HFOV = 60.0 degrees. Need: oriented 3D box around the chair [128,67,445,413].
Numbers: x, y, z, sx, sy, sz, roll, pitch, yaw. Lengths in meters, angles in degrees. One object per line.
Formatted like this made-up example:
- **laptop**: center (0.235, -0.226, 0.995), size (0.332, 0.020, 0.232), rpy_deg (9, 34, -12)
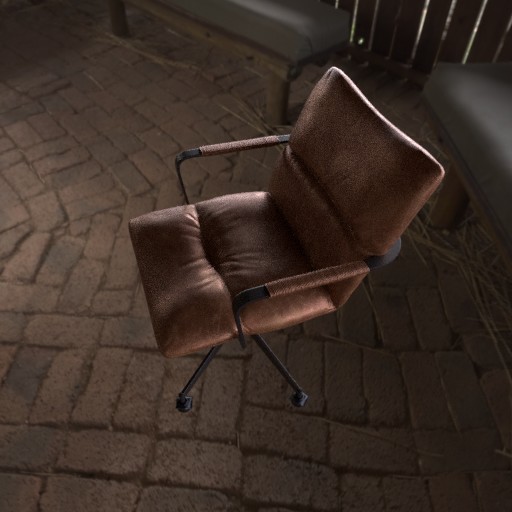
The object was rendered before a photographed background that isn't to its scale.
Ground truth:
- **chair**: center (0.000, 0.000, 1.446), size (0.754, 0.922, 0.727), rpy_deg (-15, 50, -13)
